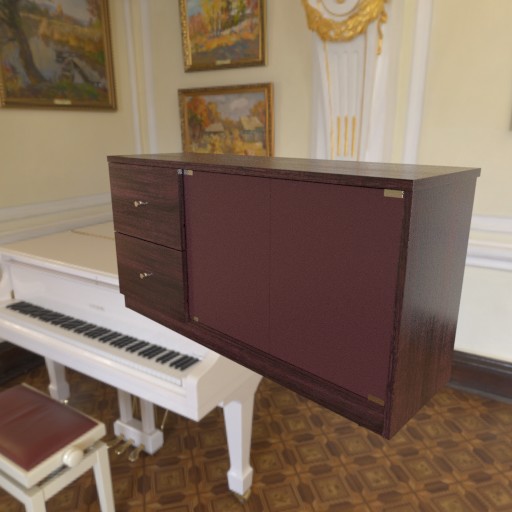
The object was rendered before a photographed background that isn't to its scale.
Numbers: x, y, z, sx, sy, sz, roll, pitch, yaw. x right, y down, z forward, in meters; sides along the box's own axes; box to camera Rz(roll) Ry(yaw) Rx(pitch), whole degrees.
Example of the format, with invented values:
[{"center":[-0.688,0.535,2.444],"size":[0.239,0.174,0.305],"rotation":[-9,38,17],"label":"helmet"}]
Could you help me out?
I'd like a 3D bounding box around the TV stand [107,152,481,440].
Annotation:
[{"center":[0.000,0.000,1.461],"size":[1.192,0.614,0.404],"rotation":[15,22,42],"label":"TV stand"}]
